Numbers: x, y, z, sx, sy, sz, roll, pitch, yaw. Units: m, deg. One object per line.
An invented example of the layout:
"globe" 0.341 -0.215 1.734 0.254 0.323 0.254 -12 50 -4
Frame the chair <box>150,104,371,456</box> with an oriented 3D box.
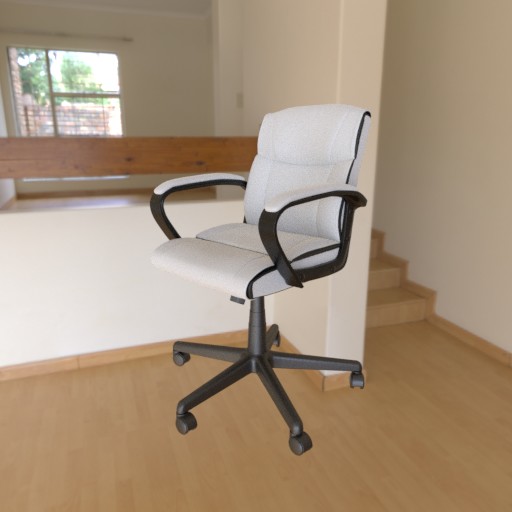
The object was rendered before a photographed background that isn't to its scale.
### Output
"chair" 0.000 0.000 1.507 0.717 1.004 0.739 -15 21 -43
